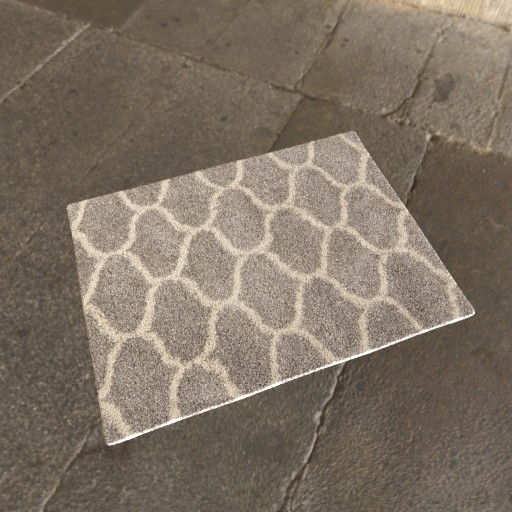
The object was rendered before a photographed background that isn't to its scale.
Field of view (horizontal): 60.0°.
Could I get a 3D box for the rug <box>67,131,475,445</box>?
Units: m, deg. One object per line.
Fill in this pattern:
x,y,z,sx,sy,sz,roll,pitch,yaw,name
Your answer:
0.000,0.000,2.078,1.600,0.025,1.200,-17,60,-10,rug
